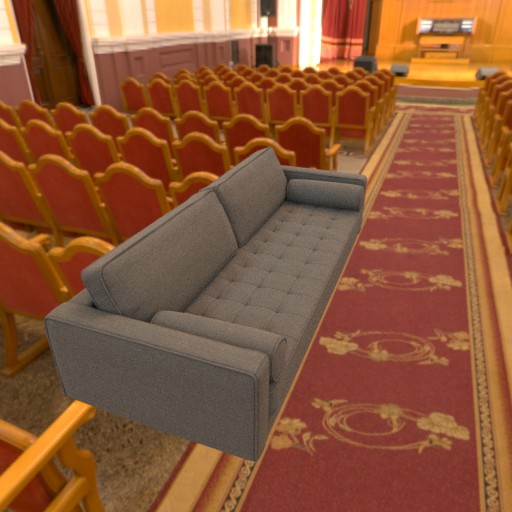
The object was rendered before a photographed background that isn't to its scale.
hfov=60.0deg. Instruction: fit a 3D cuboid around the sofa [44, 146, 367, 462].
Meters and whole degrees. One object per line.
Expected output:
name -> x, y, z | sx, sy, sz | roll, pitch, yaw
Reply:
sofa -> 0.000, 0.000, 2.530 | 0.914, 0.762, 2.198 | 11, 30, 19
